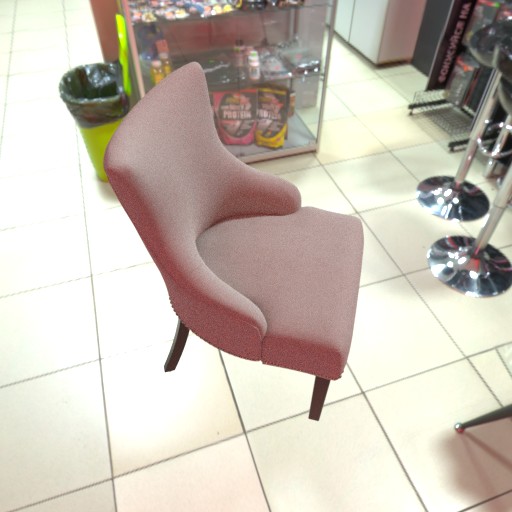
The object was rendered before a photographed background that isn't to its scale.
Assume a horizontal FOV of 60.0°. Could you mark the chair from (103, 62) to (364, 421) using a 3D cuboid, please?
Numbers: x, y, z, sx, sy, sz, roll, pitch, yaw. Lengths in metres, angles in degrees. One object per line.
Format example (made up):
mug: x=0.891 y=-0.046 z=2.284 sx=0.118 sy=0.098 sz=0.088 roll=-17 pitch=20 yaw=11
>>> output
chair: x=0.000 y=0.000 z=1.324 sx=0.629 sy=0.909 sz=0.566 roll=11 pitch=48 yaw=10
